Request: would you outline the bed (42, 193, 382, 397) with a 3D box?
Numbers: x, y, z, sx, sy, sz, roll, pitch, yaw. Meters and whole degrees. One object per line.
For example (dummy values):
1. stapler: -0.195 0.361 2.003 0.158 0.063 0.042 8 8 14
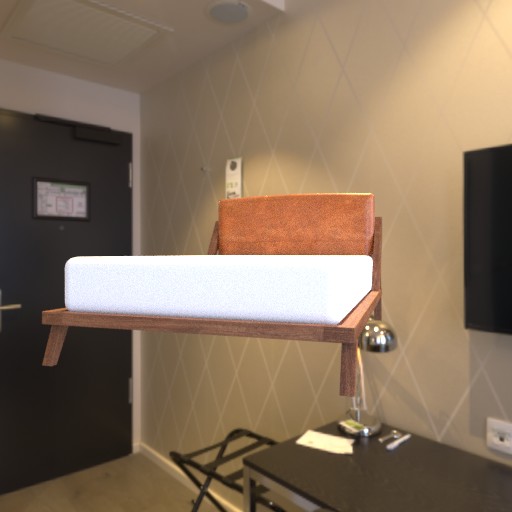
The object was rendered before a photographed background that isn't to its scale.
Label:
1. bed: 0.000 0.000 3.214 1.651 1.168 2.311 0 0 19
